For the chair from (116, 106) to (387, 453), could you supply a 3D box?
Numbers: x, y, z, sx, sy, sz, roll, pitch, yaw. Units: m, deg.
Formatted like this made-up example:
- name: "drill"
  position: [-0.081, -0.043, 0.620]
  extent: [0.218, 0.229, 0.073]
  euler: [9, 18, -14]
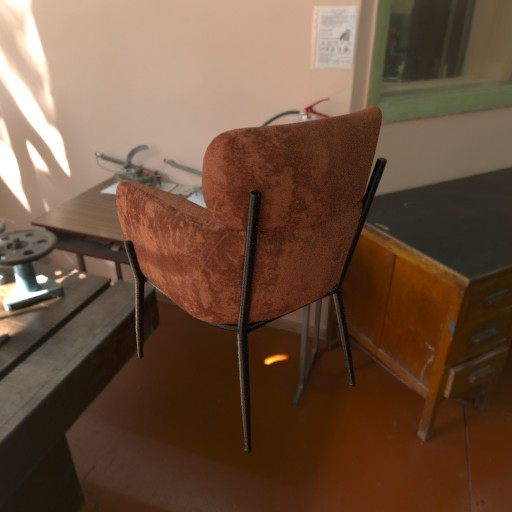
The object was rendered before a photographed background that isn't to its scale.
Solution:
- name: "chair"
  position: [0.000, 0.000, 1.144]
  extent: [0.561, 0.772, 0.523]
  euler: [-20, 35, -31]
